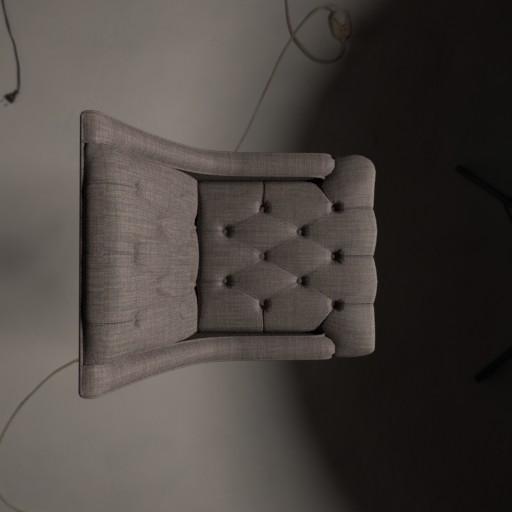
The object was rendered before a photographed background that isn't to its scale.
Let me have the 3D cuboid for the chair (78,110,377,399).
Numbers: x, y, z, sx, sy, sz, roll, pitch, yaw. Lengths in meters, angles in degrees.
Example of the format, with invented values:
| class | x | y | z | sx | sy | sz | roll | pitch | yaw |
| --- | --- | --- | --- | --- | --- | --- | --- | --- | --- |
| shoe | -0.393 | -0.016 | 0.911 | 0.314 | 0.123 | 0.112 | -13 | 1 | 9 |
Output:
| class | x | y | z | sx | sy | sz | roll | pitch | yaw |
| --- | --- | --- | --- | --- | --- | --- | --- | --- | --- |
| chair | 0.000 | 0.000 | 1.394 | 0.771 | 0.891 | 0.655 | 0 | 89 | 0 |
